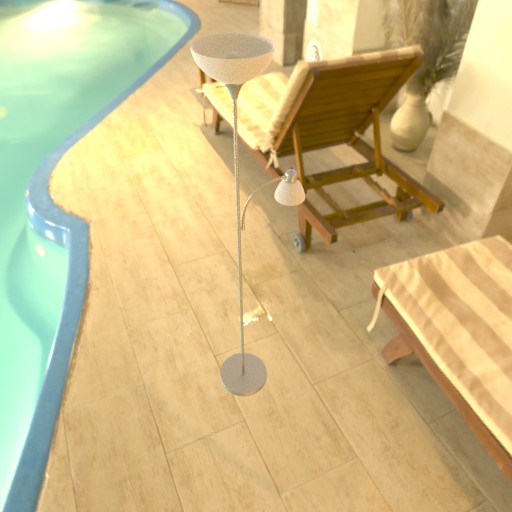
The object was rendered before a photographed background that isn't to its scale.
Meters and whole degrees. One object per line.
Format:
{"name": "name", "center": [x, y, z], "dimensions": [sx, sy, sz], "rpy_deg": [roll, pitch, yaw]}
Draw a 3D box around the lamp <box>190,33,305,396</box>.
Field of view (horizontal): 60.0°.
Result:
{"name": "lamp", "center": [0.000, 0.000, 2.003], "dimensions": [0.425, 1.804, 0.279], "rpy_deg": [-13, 43, -14]}
